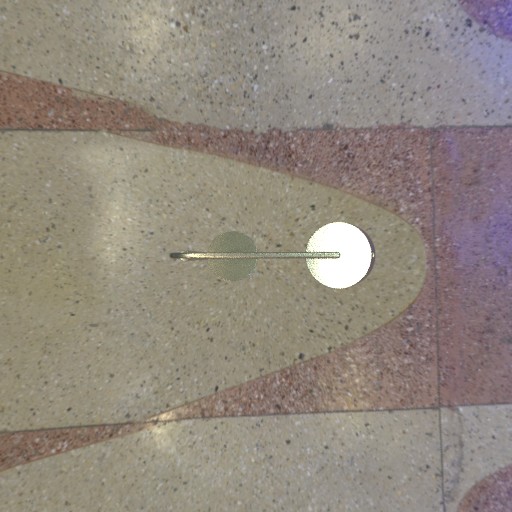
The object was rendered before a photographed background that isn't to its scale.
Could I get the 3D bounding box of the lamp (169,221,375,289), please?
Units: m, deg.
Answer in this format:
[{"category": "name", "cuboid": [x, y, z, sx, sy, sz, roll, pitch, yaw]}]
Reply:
[{"category": "lamp", "cuboid": [0.000, 0.000, 1.379, 0.421, 1.250, 0.222, 0, 90, 0]}]
